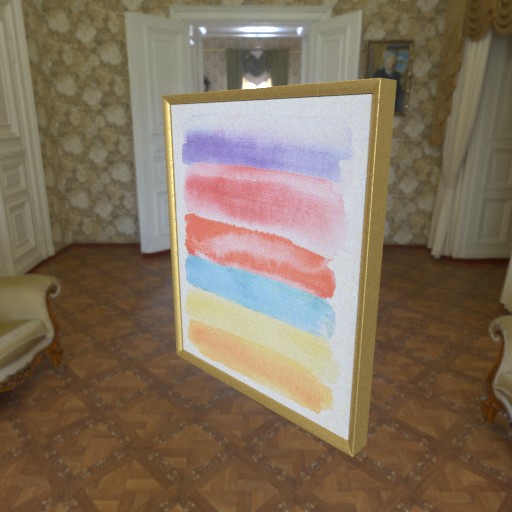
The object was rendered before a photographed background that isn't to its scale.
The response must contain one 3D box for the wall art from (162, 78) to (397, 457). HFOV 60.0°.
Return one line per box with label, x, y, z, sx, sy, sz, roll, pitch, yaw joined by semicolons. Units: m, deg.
wall art;0.000;0.000;0.910;0.537;0.642;0.048;15;22;42
